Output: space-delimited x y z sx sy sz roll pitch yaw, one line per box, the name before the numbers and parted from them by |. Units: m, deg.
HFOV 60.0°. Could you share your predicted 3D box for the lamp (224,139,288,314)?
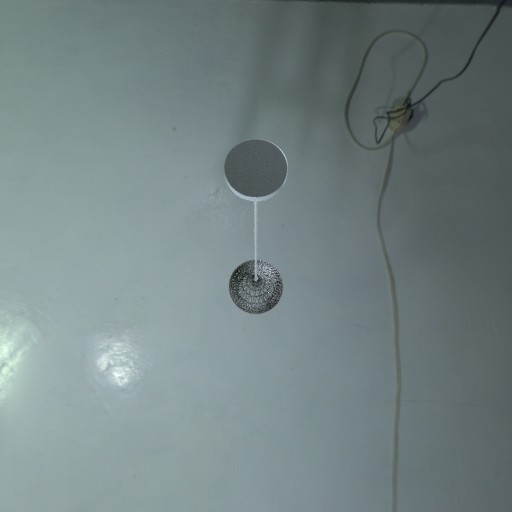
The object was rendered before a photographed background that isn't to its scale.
lamp | 0.000 0.000 2.093 0.355 1.919 0.355 -2 76 -1
